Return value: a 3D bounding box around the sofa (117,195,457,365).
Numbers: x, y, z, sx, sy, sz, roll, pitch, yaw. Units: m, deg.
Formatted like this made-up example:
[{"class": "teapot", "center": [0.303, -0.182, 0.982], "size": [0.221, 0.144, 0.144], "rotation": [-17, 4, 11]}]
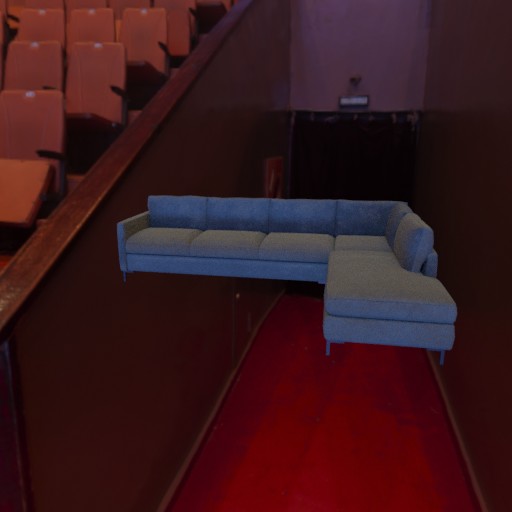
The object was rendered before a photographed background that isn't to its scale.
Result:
[{"class": "sofa", "center": [0.000, 0.000, 3.342], "size": [2.486, 0.687, 1.707], "rotation": [3, 16, 10]}]
